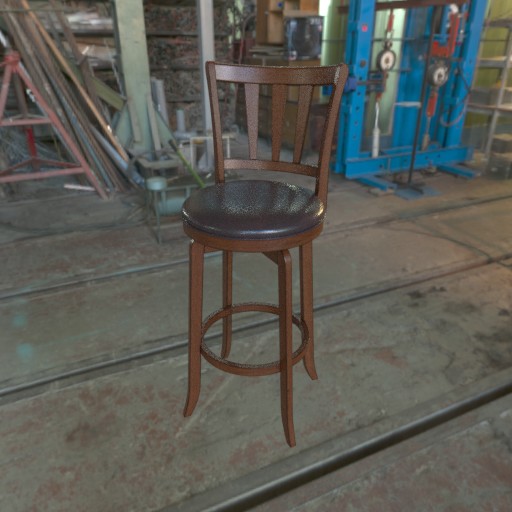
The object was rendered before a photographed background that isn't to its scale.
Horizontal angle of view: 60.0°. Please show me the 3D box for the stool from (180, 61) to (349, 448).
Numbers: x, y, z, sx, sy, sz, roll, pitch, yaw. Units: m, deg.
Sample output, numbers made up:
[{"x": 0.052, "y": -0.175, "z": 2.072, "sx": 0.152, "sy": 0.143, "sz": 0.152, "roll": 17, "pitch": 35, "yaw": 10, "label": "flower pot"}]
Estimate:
[{"x": 0.000, "y": 0.000, "z": 1.481, "sx": 0.464, "sy": 1.177, "sz": 0.503, "roll": 9, "pitch": 27, "yaw": 17, "label": "stool"}]
